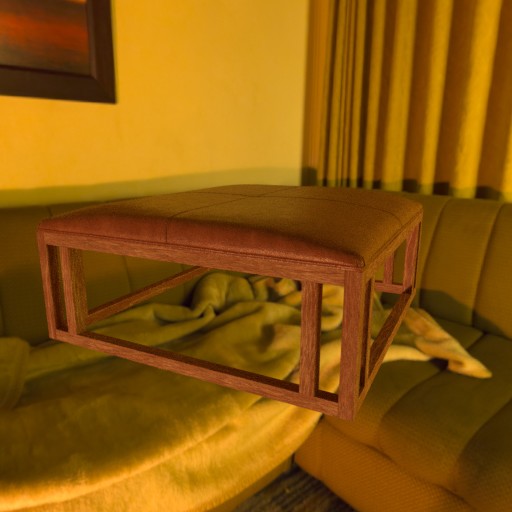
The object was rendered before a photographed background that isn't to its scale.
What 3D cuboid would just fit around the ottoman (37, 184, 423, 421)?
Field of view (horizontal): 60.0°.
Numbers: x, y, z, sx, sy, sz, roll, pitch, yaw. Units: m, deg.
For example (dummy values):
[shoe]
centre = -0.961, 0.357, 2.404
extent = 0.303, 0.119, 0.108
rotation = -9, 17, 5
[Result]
[ottoman]
centre = 0.000, 0.000, 1.612
extent = 1.013, 0.442, 1.016
rotation = 7, 16, 26
